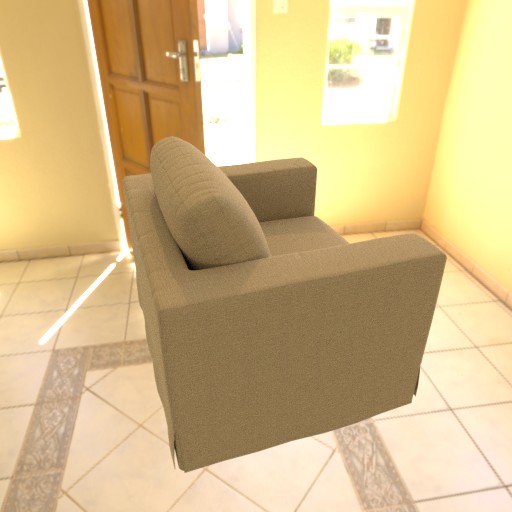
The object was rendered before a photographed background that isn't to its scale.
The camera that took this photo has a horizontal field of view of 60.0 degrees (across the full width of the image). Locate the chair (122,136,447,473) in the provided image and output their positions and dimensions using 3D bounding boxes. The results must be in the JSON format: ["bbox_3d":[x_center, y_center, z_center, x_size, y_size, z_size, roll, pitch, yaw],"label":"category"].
[{"bbox_3d":[0.000,0.000,1.837,0.957,0.878,1.150,-10,31,-17],"label":"chair"}]
